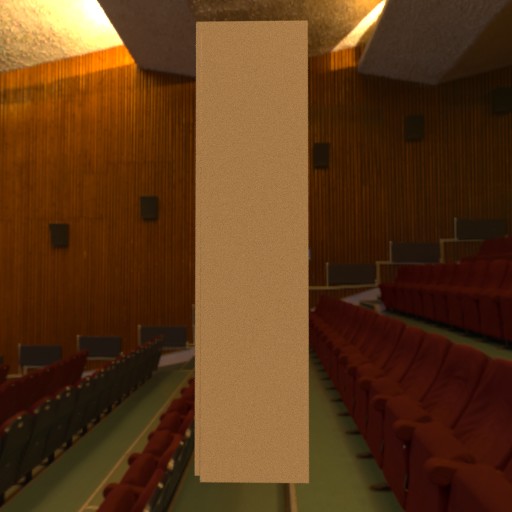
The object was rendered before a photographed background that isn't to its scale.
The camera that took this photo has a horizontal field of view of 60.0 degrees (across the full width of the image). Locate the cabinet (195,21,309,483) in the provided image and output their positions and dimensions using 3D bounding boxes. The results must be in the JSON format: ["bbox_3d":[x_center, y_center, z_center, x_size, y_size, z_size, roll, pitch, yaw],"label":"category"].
[{"bbox_3d":[0.000,0.000,3.624,0.590,2.370,2.700,0,-2,1],"label":"cabinet"}]
